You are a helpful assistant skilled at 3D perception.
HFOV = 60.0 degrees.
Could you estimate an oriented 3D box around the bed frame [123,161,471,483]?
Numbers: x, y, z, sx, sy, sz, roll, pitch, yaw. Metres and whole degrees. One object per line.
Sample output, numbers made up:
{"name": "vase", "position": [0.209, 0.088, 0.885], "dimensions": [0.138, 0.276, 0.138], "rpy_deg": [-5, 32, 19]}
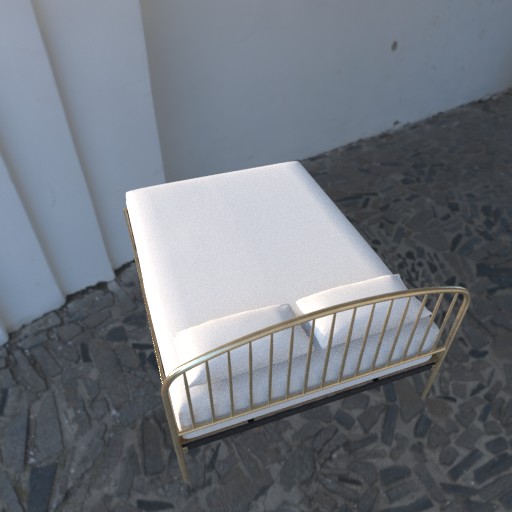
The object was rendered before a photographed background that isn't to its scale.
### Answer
{"name": "bed frame", "position": [0.000, 0.000, 3.070], "dimensions": [1.612, 1.175, 2.152], "rpy_deg": [-13, 43, -14]}
